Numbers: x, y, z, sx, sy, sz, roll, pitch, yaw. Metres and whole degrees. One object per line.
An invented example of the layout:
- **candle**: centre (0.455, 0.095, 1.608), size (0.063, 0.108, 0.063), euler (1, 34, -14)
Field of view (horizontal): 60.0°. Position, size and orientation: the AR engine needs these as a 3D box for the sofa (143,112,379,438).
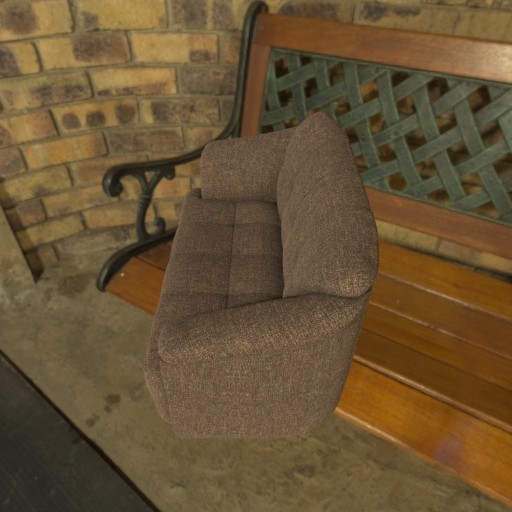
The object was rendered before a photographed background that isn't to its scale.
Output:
- **sofa**: centre (0.000, 0.000, 1.975), size (0.799, 0.895, 1.404), euler (1, 40, 1)
